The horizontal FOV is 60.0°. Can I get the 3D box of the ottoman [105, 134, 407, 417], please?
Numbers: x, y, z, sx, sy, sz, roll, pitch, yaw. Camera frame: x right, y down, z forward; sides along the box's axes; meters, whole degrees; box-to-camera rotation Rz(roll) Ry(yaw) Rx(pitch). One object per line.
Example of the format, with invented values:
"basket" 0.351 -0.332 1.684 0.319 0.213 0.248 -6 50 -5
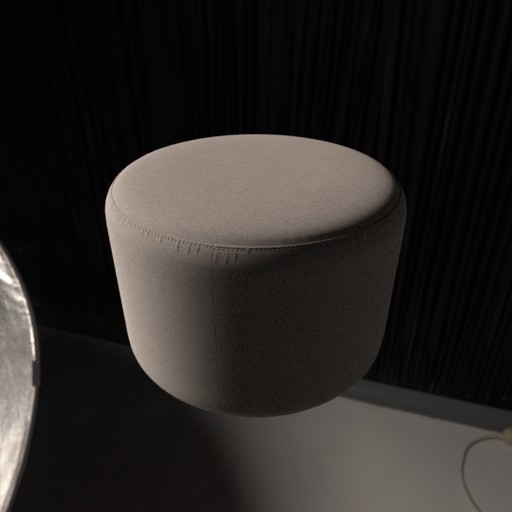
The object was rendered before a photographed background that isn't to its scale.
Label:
"ottoman" 0.000 0.000 1.006 0.608 0.433 0.608 0 31 0
